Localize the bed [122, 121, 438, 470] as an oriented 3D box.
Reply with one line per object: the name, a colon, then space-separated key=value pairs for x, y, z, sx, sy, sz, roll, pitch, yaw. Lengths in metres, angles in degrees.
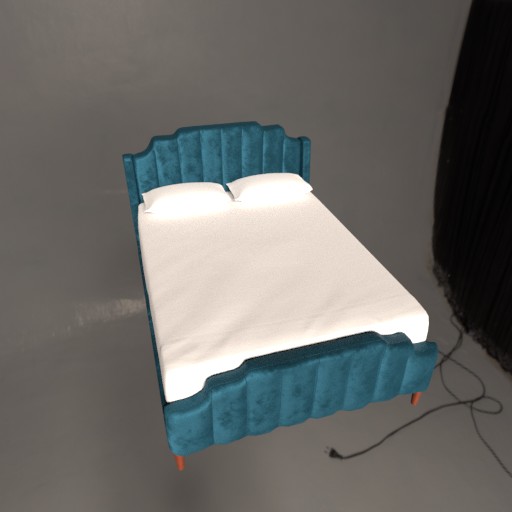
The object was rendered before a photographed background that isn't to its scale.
bed: x=0.000 y=0.000 z=3.296 sx=1.678 sy=1.338 sz=2.322 roll=-9 pitch=34 yaw=-14
